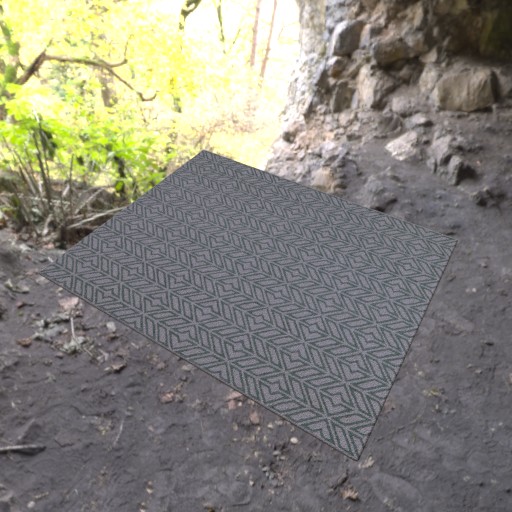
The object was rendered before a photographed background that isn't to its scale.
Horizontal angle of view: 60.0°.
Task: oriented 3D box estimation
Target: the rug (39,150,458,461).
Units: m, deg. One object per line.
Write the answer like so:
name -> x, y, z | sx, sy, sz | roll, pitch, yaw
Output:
rug -> 0.000, 0.000, 4.095 | 3.050, 0.017, 2.441 | 24, 49, 22
